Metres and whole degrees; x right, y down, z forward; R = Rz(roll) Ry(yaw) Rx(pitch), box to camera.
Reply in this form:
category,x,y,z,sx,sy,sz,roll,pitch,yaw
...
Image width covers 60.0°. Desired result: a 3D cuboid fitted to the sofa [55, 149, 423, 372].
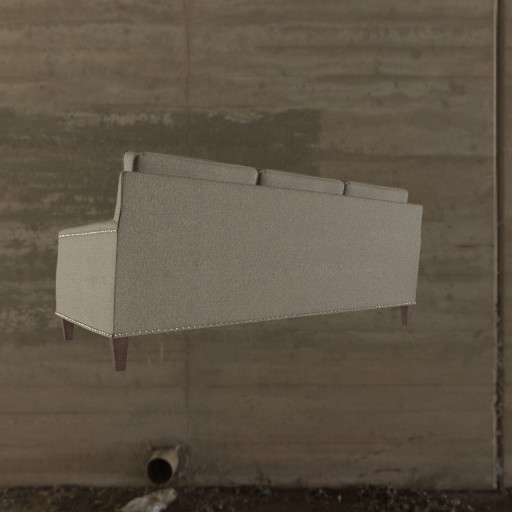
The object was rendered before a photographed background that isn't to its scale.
category,x,y,z,sx,sy,sz,roll,pitch,yaw
sofa,0.000,0.000,2.907,2.246,1.003,1.084,0,0,-36
